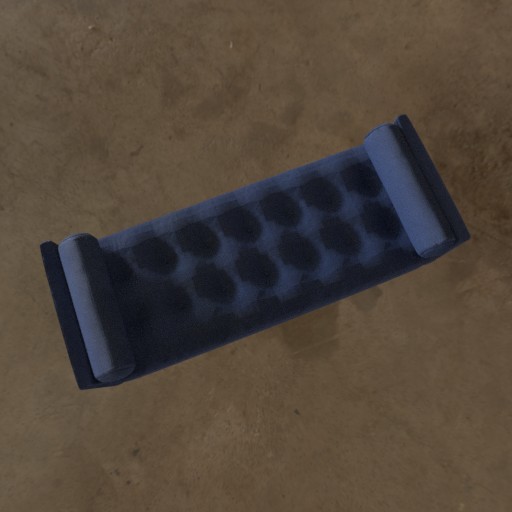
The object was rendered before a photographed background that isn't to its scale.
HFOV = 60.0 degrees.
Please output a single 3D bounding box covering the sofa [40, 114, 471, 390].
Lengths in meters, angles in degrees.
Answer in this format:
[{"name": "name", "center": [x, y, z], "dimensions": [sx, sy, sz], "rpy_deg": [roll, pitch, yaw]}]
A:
[{"name": "sofa", "center": [0.000, 0.000, 2.541], "dimensions": [2.102, 0.705, 0.796], "rpy_deg": [-21, 77, -5]}]
